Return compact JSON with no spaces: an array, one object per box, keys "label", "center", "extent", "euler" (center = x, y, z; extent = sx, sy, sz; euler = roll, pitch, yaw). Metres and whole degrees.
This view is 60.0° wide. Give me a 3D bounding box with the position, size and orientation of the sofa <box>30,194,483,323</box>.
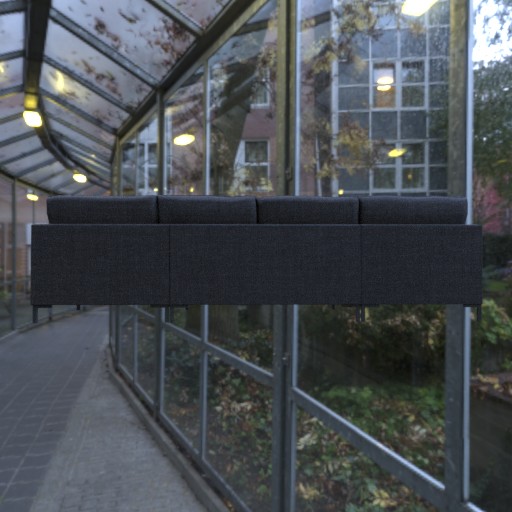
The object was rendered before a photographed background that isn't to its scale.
[{"label":"sofa","center":[0.000,0.000,4.298],"extent":[3.423,0.999,2.048],"euler":[0,0,-1]}]
